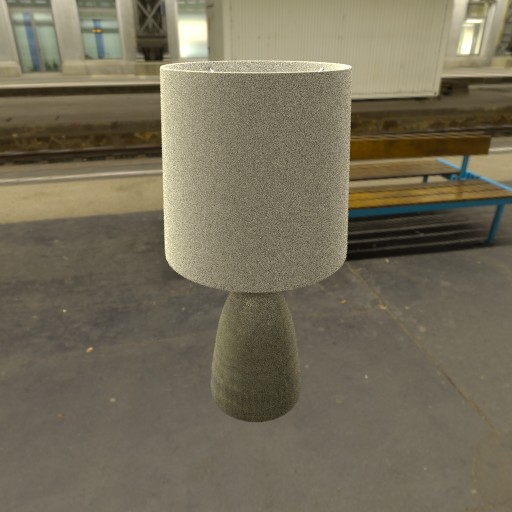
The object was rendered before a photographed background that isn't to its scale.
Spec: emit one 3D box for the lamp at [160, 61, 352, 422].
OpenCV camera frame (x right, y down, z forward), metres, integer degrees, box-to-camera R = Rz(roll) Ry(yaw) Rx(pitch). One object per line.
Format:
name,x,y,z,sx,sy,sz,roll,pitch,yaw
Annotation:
lamp,0.000,0.000,0.467,0.186,0.369,0.186,0,26,0
